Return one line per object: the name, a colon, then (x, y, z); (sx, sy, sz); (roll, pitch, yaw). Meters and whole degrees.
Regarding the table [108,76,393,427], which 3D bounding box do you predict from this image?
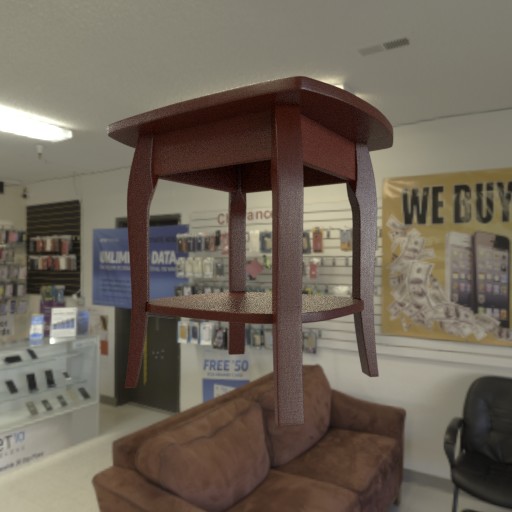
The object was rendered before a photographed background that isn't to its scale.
table: (0.000, 0.000, 0.890); (0.502, 0.496, 0.433); (0, 0, 35)
